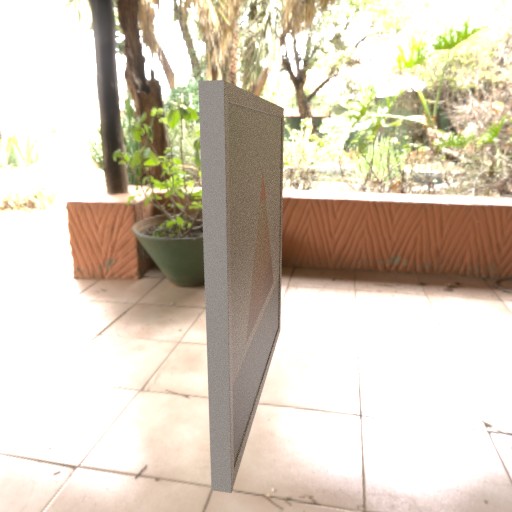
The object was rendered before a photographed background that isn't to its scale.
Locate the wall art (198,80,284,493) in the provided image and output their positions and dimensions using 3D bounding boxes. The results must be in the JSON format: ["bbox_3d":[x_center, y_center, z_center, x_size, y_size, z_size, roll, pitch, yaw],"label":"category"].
[{"bbox_3d":[0.000,0.000,1.143,0.041,0.765,0.768,3,16,10],"label":"wall art"}]
